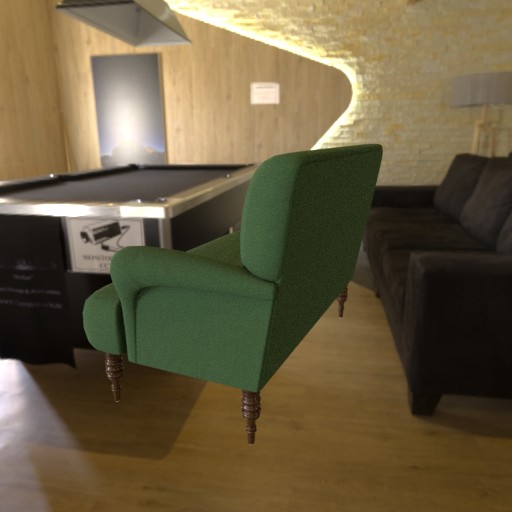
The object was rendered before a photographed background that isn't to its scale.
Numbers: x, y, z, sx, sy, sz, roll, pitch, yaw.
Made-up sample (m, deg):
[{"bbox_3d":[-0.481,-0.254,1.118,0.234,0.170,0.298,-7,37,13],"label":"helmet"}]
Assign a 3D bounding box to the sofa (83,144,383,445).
[{"bbox_3d":[0.000,0.000,1.837,0.779,0.889,1.297,7,17,24],"label":"sofa"}]
